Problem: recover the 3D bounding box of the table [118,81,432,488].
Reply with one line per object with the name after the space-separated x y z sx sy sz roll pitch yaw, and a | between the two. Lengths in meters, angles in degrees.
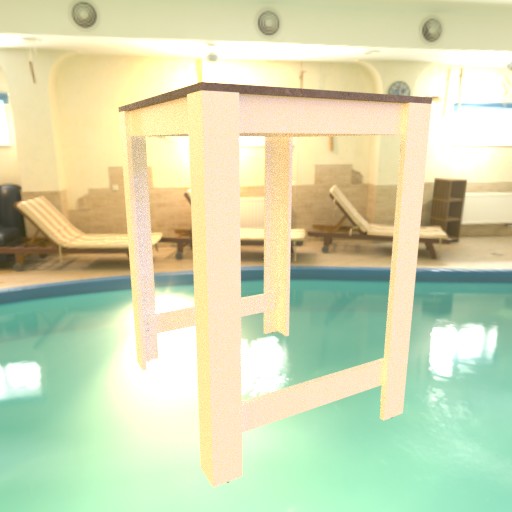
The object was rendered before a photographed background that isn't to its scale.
0.000 0.000 1.558 0.700 1.020 0.800 -8 16 -28 | table
